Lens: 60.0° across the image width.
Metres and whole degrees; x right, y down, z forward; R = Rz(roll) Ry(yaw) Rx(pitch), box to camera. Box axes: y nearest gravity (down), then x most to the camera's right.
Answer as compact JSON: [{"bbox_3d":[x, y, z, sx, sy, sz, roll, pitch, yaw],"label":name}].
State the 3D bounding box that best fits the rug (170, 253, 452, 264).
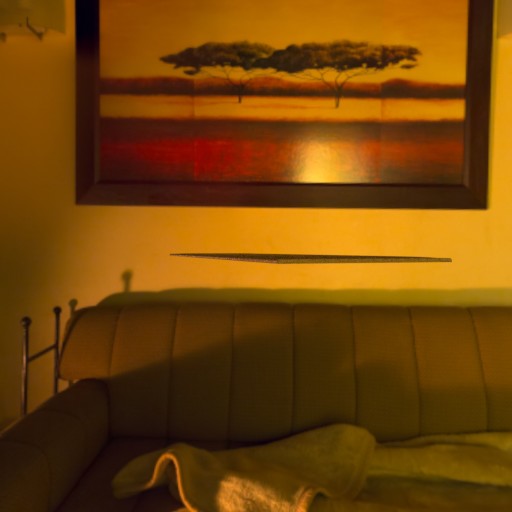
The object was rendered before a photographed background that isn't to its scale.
[{"bbox_3d":[0.000,0.000,2.515,0.659,0.019,2.297,0,1,-19],"label":"rug"}]
